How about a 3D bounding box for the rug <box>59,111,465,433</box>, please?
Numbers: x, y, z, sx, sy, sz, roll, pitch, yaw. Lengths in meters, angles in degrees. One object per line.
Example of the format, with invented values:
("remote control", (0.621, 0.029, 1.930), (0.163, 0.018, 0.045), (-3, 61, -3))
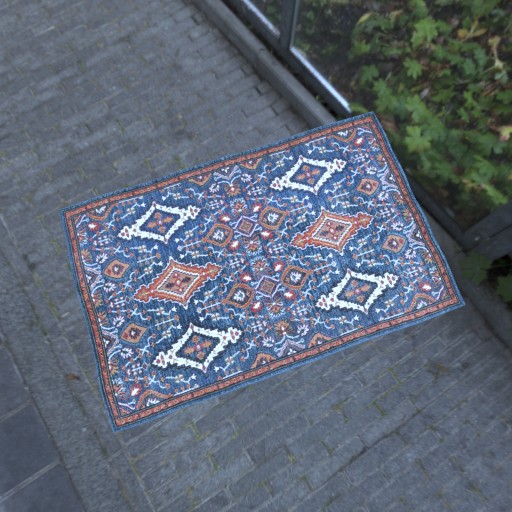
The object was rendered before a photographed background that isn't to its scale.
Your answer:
("rug", (0.000, 0.000, 2.309), (1.847, 0.014, 1.195), (-19, 75, -5))
